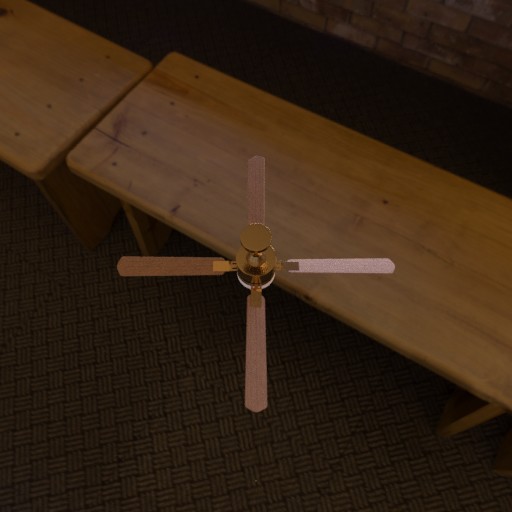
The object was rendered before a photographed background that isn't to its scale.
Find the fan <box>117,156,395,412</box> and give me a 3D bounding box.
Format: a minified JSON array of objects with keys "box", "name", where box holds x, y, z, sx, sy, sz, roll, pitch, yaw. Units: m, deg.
[{"box":[0.000,0.000,2.012,1.320,0.355,1.320,0,63,0],"name":"fan"}]
